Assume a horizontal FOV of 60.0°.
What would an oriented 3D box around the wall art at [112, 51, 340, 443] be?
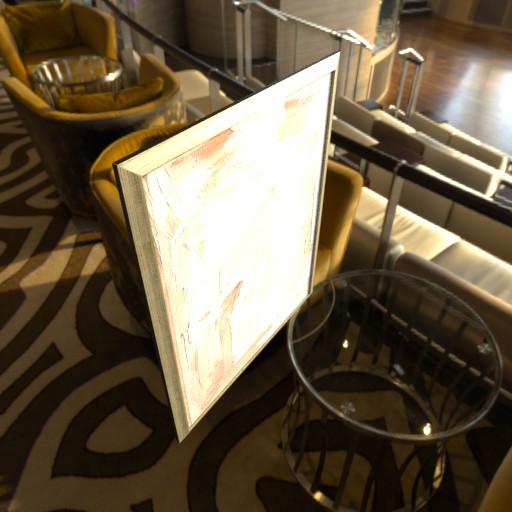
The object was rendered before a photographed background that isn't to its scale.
[{"bbox_3d":[0.000,0.000,0.904,0.018,0.660,0.559,25,46,27],"label":"wall art"}]
